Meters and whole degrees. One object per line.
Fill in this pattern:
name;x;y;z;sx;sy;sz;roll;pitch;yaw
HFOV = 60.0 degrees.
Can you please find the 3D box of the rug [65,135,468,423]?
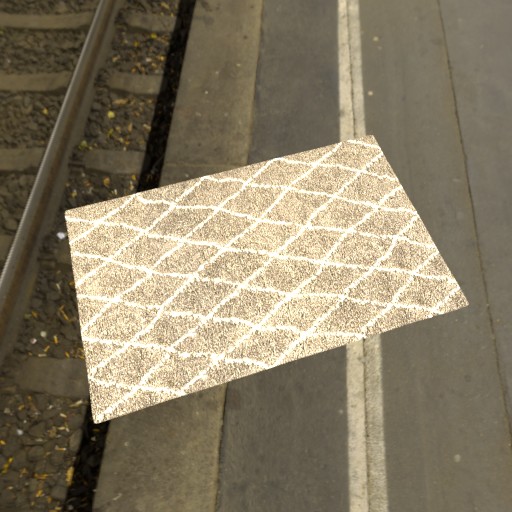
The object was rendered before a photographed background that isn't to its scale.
rug;0.000;0.000;3.056;2.438;0.030;1.524;-16;64;-8
